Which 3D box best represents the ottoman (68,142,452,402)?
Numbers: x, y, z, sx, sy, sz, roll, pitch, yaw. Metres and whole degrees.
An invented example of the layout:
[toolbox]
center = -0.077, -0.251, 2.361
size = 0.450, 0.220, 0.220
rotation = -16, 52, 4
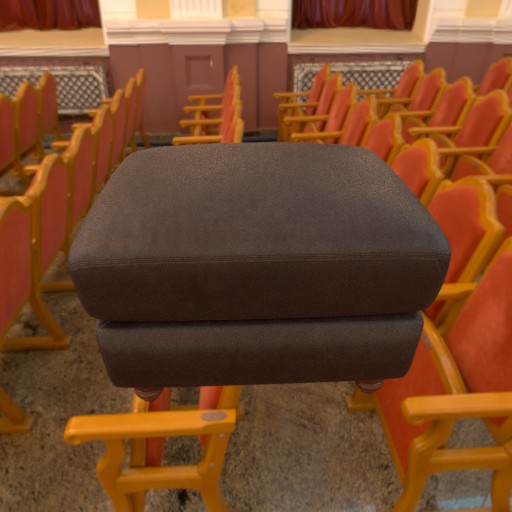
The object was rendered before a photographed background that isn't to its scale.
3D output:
[ottoman]
center = 0.000, 0.000, 1.259
size = 0.806, 0.569, 0.670
rotation = -1, 31, -2
